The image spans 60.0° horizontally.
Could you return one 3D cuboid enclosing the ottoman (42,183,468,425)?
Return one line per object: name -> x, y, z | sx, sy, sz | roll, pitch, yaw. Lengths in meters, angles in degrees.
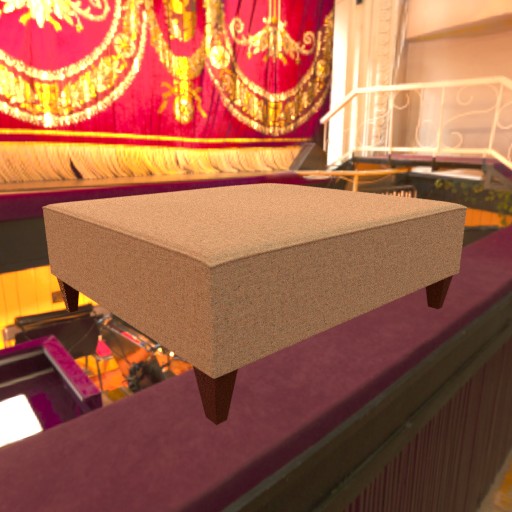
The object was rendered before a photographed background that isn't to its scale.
ottoman -> 0.000, 0.000, 1.186 | 0.835, 0.303, 0.736 | -13, 20, -40
